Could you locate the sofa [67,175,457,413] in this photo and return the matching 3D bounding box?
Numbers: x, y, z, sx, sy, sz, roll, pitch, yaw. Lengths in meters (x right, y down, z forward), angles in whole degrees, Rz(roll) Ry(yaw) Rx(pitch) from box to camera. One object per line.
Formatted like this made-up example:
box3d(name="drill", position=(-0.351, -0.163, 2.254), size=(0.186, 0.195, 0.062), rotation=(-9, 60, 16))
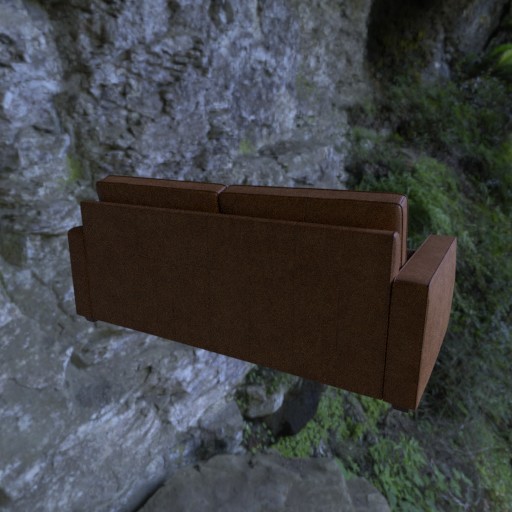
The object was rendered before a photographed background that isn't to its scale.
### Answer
box3d(name="sofa", position=(0.000, 0.000, 2.652), size=(2.156, 0.928, 0.991), rotation=(9, 18, 28))
